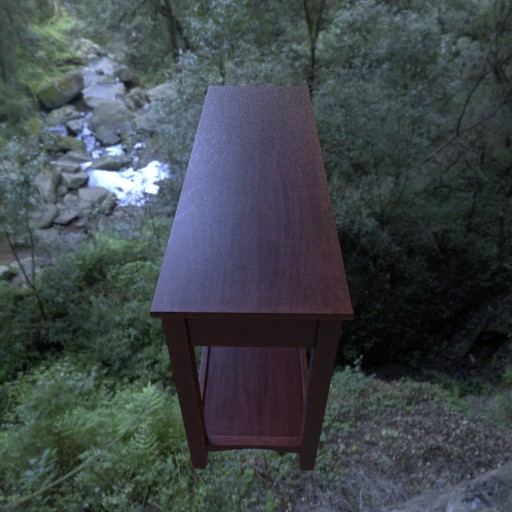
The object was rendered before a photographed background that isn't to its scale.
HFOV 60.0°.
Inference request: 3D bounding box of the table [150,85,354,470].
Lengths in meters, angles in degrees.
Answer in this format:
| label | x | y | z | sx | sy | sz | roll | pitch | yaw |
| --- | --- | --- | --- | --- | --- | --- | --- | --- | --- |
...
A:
| label | x | y | z | sx | sy | sz | roll | pitch | yaw |
| --- | --- | --- | --- | --- | --- | --- | --- | --- | --- |
| table | 0.000 | 0.000 | 1.531 | 0.392 | 0.739 | 1.188 | 1 | 41 | 1 |
